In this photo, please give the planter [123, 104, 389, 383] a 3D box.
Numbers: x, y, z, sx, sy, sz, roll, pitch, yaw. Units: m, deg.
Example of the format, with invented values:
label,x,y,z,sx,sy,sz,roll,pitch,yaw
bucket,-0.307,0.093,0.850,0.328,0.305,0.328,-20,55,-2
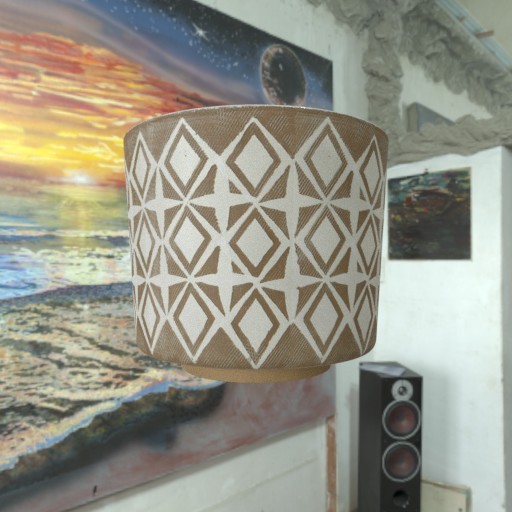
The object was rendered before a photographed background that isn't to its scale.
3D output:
label,x,y,z,sx,sy,sz,roll,pitch,yaw
planter,0.000,0.000,0.453,0.260,0.220,0.260,0,-1,0
